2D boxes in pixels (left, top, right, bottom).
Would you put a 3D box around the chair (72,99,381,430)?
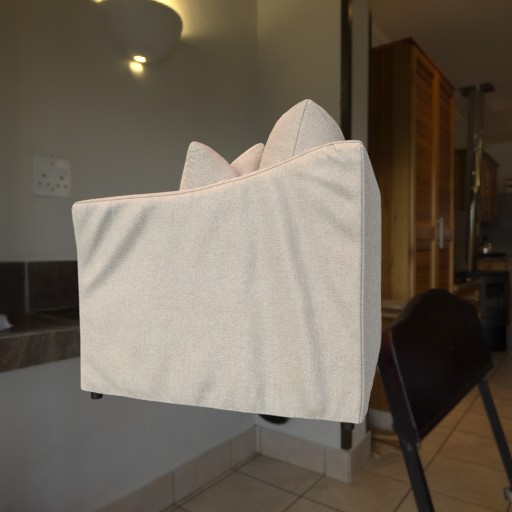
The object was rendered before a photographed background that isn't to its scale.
[{"bbox_3d":[0.000,0.000,2.024,1.071,1.093,1.194,0,1,18],"label":"chair"}]
